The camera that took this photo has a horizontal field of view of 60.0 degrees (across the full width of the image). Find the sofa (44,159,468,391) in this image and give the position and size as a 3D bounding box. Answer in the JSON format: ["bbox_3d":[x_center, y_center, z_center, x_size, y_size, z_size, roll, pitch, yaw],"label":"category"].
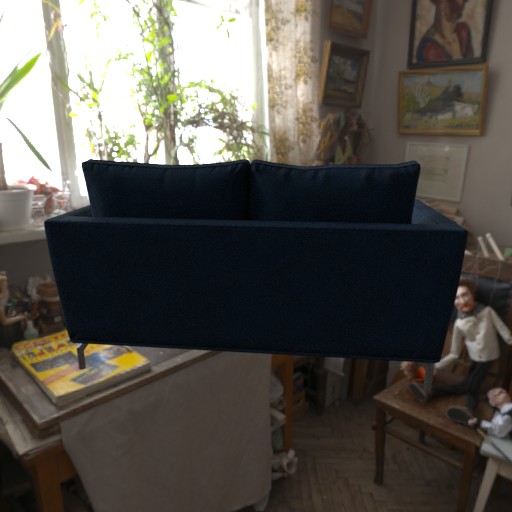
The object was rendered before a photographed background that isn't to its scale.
[{"bbox_3d":[0.000,0.000,2.281,1.770,1.002,0.853,2,16,6],"label":"sofa"}]
